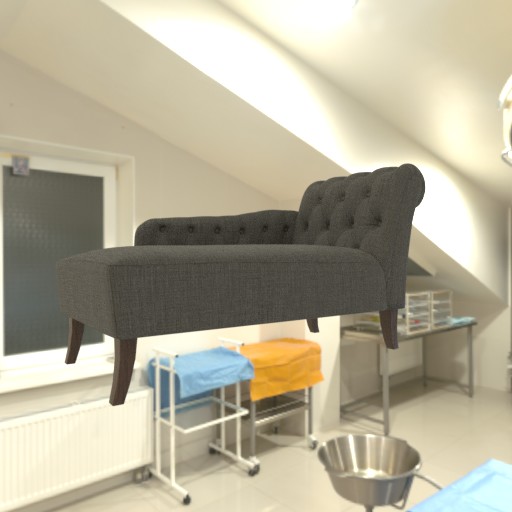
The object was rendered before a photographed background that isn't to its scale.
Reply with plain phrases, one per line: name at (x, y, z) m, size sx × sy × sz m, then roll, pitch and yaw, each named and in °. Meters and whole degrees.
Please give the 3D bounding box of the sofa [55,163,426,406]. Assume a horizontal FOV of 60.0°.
sofa at (0.000, 0.000, 1.779) m, size 1.379 × 0.787 × 0.675 m, roll 0°, pitch 0°, yaw -35°
